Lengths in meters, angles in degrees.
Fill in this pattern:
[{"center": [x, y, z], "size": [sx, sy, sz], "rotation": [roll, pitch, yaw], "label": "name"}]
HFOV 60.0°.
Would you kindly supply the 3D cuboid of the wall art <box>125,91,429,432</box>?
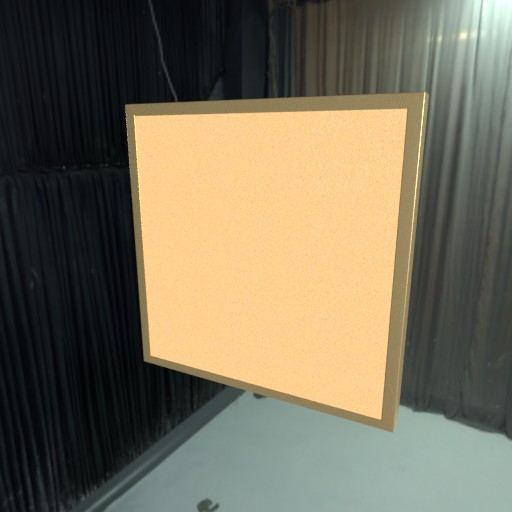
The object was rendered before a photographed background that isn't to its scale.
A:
[{"center": [0.000, 0.000, 0.458], "size": [0.305, 0.305, 0.023], "rotation": [8, 17, 26], "label": "wall art"}]
